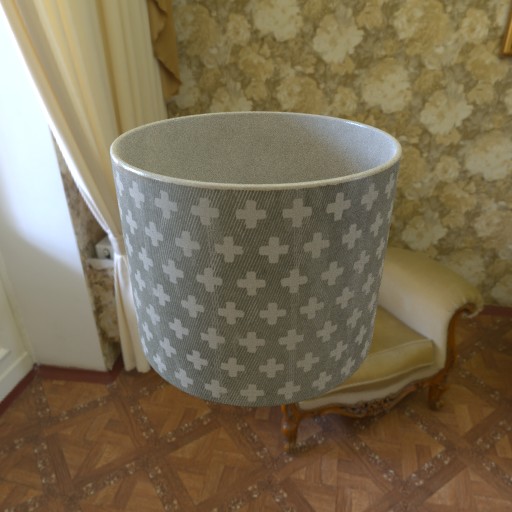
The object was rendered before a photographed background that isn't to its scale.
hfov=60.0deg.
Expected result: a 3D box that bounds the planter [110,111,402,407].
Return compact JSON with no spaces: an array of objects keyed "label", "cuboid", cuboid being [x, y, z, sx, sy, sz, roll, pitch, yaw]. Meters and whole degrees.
[{"label":"planter","cuboid":[0.000,0.000,0.343,0.190,0.181,0.190,0,29,0]}]
